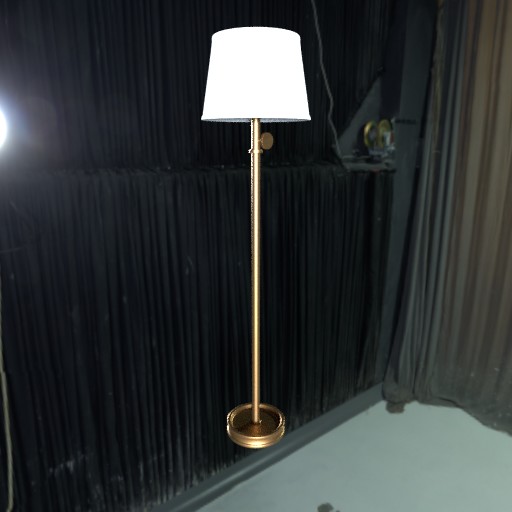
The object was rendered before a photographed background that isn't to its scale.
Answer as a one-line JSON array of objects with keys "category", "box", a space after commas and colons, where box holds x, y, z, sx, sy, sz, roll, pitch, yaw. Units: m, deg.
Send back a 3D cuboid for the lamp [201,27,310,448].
[{"category": "lamp", "box": [0.000, 0.000, 0.788, 0.178, 0.710, 0.178, 0, 15, 0]}]
